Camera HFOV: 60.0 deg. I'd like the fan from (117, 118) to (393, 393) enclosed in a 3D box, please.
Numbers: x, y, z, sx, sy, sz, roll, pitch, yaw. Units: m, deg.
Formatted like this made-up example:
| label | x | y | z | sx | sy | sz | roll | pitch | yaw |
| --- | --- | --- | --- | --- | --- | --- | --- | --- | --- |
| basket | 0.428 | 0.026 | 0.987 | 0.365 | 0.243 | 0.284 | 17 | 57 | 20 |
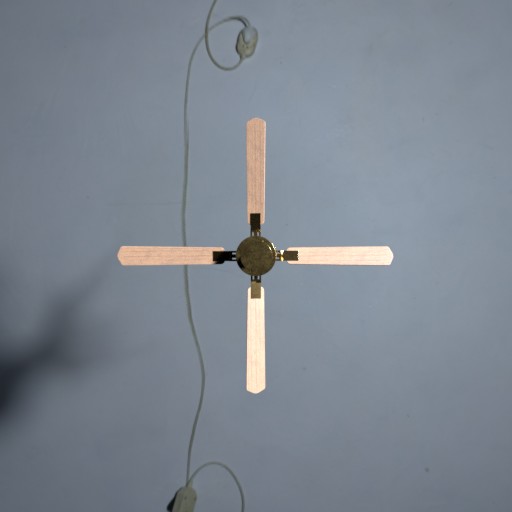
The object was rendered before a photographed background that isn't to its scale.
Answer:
| label | x | y | z | sx | sy | sz | roll | pitch | yaw |
| --- | --- | --- | --- | --- | --- | --- | --- | --- | --- |
| fan | 0.000 | 0.000 | 2.017 | 1.320 | 0.355 | 1.320 | 0 | 90 | -1 |
